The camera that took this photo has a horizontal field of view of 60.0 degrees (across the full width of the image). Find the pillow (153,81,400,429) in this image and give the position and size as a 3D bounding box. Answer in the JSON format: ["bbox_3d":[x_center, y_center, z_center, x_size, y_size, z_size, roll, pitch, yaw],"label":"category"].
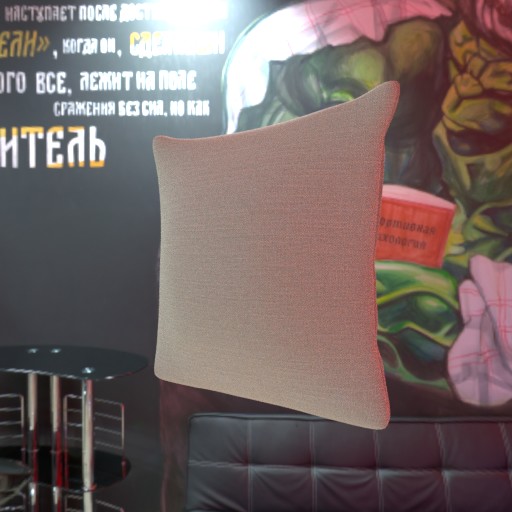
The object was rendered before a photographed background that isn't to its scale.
[{"bbox_3d":[0.000,0.000,0.696,0.451,0.449,0.191,0,0,35],"label":"pillow"}]
